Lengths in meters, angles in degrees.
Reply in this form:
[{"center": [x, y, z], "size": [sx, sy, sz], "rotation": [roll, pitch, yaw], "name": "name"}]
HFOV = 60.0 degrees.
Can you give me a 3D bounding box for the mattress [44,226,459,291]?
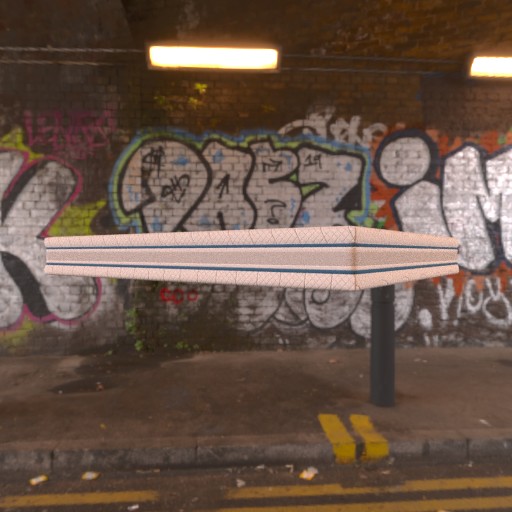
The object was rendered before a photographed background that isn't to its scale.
[{"center": [0.000, 0.000, 2.730], "size": [2.000, 0.230, 1.600], "rotation": [0, 1, 36], "name": "mattress"}]
